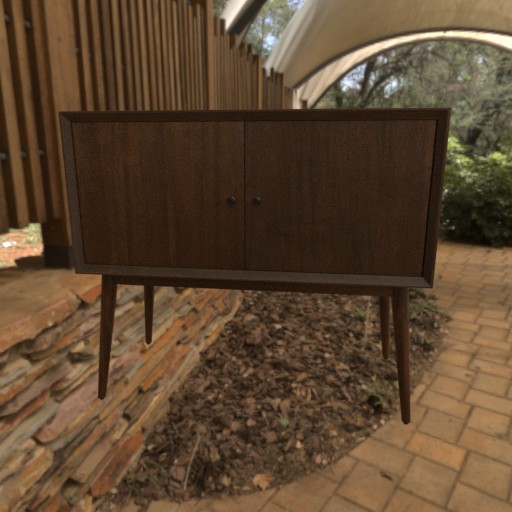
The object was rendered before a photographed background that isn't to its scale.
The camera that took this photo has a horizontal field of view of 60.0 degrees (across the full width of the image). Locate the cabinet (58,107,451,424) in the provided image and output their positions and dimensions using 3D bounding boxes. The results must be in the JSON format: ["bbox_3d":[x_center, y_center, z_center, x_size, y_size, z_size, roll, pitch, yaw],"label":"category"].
[{"bbox_3d":[0.000,0.000,1.078,0.743,0.654,0.354,2,14,8],"label":"cabinet"}]
